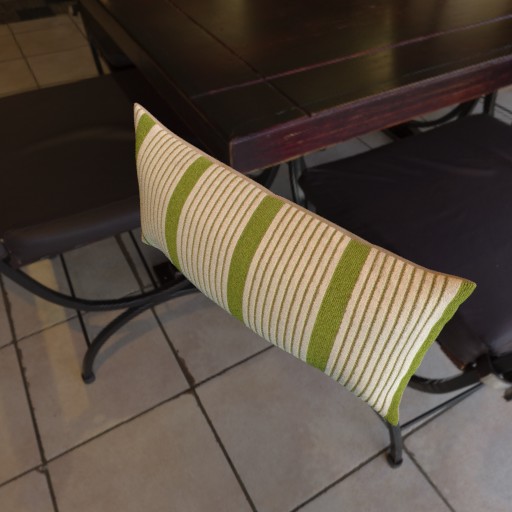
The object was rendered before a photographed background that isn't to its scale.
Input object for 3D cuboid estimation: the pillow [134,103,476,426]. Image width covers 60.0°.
[{"bbox_3d":[0.000,0.000,0.716,0.608,0.292,0.156,33,55,27],"label":"pillow"}]
